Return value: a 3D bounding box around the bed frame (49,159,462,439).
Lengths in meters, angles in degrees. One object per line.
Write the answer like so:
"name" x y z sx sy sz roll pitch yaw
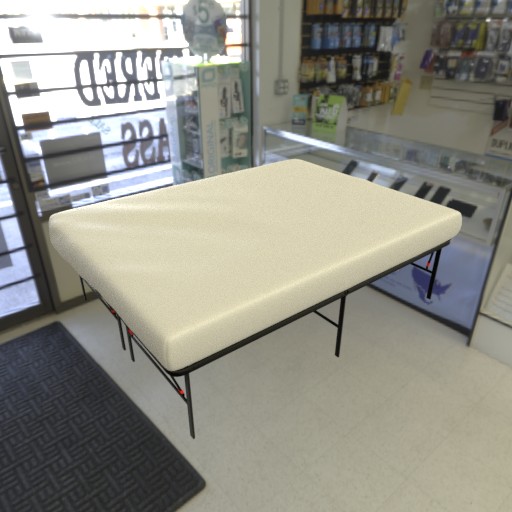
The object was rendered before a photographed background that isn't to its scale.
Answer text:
"bed frame" 0.000 0.000 2.884 2.151 0.667 1.584 -20 34 -33
